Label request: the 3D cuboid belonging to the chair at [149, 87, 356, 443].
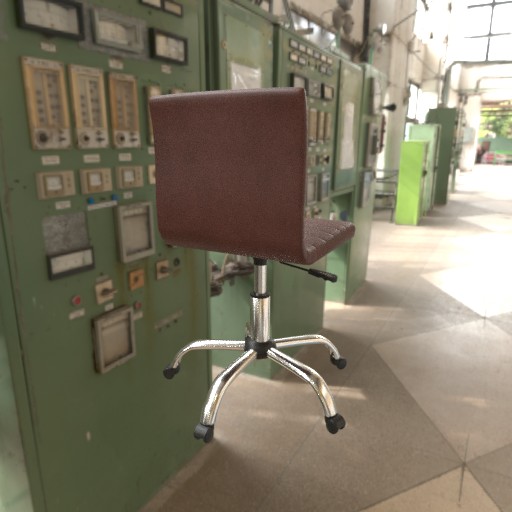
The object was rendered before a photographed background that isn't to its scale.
[{"bbox_3d":[0.000,0.000,1.147,0.556,0.780,0.530,8,17,29],"label":"chair"}]
